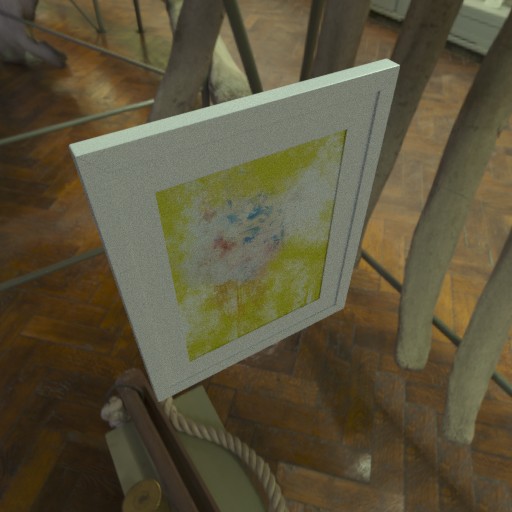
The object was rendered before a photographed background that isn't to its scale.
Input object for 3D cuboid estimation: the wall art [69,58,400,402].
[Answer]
[{"bbox_3d":[0.000,0.000,0.748,0.454,0.556,0.028,-23,50,-21],"label":"wall art"}]
